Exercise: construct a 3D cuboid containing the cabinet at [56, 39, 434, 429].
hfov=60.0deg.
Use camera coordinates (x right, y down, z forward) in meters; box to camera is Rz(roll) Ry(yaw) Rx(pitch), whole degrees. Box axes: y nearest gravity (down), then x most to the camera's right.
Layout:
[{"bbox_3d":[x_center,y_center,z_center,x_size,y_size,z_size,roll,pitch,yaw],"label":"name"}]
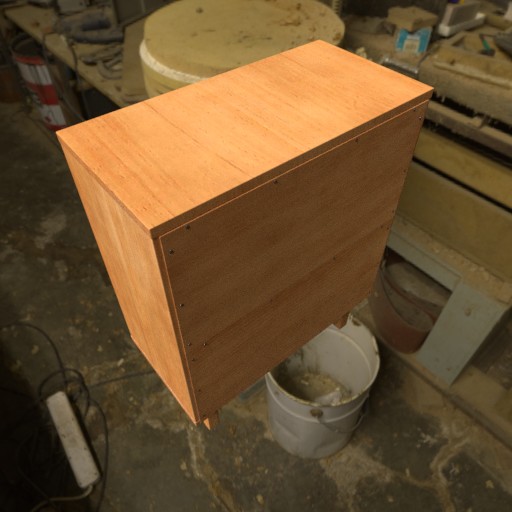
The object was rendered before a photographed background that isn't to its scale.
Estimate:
[{"bbox_3d":[0.000,0.000,1.388,0.800,1.001,0.419,-31,54,-26],"label":"cabinet"}]
